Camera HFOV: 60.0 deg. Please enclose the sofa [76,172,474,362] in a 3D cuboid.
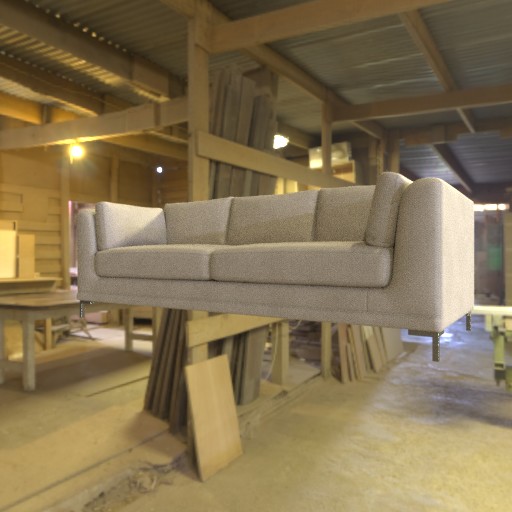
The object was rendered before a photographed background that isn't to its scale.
[{"bbox_3d":[0.000,0.000,2.846,2.415,0.867,0.969,0,0,33],"label":"sofa"}]
